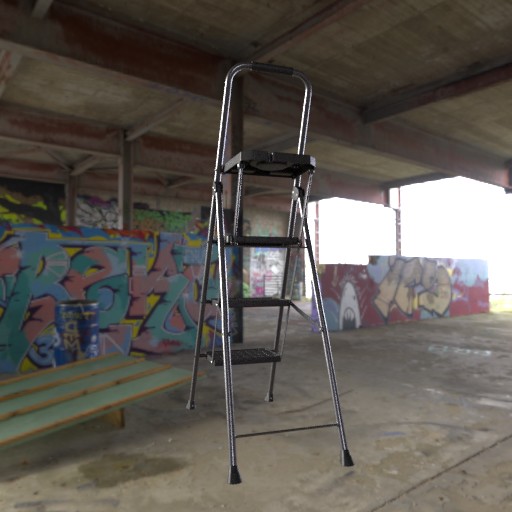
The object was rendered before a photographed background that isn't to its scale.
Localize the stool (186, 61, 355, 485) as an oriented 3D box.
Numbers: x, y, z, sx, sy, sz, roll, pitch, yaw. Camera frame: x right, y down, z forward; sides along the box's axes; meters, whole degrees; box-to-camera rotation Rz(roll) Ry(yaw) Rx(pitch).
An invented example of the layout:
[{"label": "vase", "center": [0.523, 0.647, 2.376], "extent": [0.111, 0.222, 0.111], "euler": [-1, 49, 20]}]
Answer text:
[{"label": "stool", "center": [0.000, 0.000, 1.635], "extent": [0.396, 1.277, 0.733], "euler": [1, -2, -18]}]
